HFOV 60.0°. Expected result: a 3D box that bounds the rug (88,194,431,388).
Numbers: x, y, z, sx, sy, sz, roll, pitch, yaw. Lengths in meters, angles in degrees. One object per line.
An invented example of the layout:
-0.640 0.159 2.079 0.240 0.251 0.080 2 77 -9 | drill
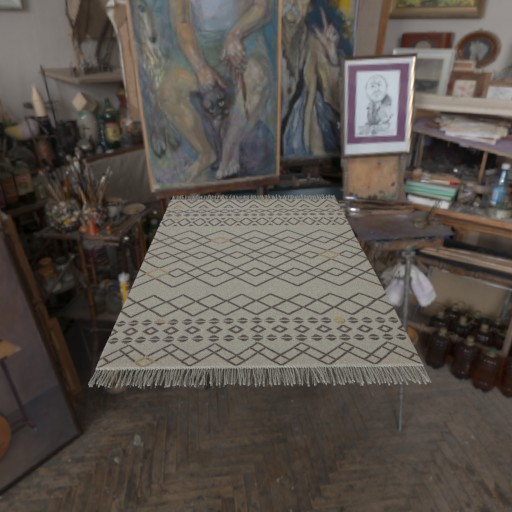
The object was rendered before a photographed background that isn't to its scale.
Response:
0.000 0.000 3.005 1.495 0.035 2.472 0 27 -1 | rug
